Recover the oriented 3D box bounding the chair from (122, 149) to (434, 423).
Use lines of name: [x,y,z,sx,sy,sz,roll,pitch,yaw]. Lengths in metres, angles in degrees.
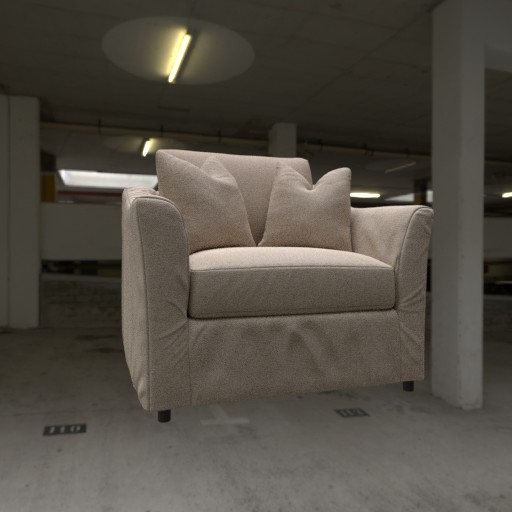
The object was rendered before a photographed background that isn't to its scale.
chair: [0.000,0.000,2.106,1.194,1.093,1.071,0,1,-19]
